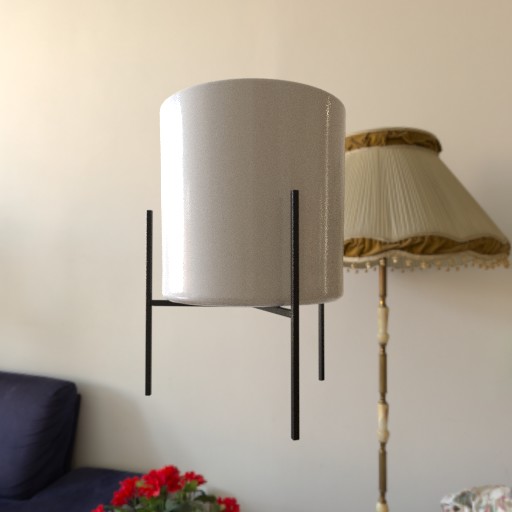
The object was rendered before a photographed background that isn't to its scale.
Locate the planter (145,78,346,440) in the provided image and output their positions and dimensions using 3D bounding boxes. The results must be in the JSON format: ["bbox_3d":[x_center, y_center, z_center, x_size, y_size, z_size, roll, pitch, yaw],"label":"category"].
[{"bbox_3d":[0.000,0.000,0.660,0.307,0.431,0.308,1,-2,-18],"label":"planter"}]
